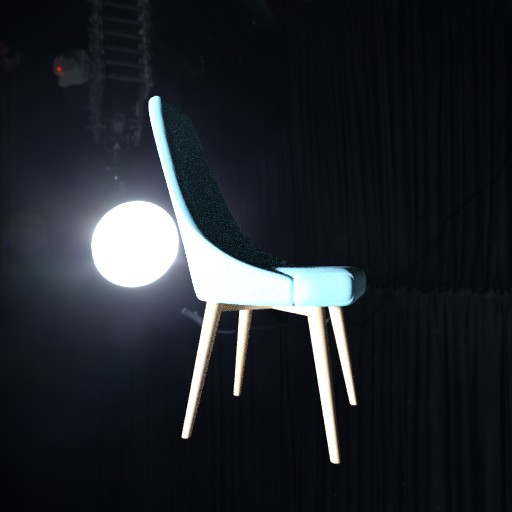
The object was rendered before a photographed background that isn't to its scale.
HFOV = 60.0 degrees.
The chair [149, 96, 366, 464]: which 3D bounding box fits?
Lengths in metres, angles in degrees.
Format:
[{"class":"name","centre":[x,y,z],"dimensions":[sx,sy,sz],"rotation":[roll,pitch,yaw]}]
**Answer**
[{"class":"chair","centre":[0.000,0.000,1.417],"dimensions":[0.660,1.040,0.510],"rotation":[0,-1,18]}]
